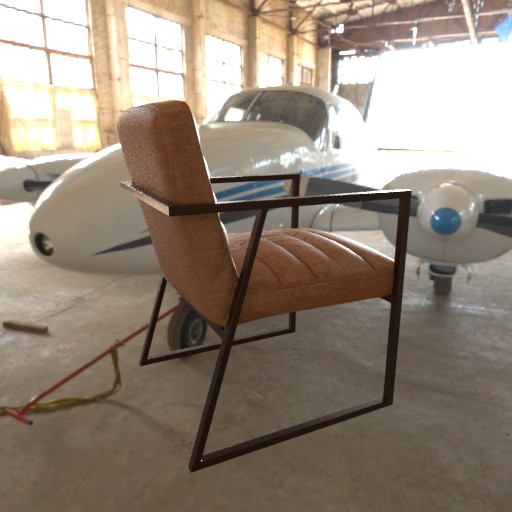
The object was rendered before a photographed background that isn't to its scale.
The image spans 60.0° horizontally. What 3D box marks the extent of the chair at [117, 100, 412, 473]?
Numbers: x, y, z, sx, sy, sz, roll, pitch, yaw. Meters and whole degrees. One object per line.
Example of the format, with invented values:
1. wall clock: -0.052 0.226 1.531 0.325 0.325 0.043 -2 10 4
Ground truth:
1. chair: 0.000 0.000 1.298 0.677 0.832 0.571 -7 17 -25
